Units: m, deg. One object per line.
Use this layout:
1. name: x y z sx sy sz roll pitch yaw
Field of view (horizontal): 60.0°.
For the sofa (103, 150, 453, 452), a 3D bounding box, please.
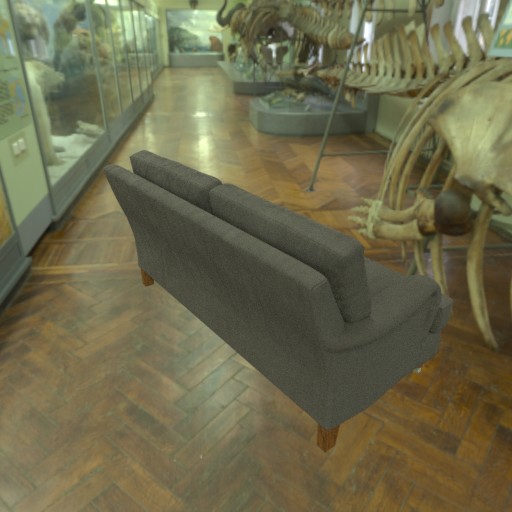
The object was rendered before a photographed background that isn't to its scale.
1. sofa: 0.000 0.000 2.815 1.086 1.087 2.165 -19 32 -33
